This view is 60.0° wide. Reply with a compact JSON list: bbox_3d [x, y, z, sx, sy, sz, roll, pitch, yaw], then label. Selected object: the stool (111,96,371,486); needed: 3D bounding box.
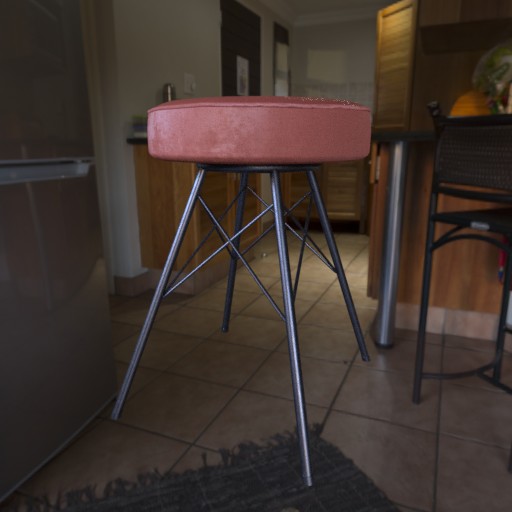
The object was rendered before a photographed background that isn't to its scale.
[{"bbox_3d":[0.000,0.000,0.901,0.421,0.593,0.457,7,17,24],"label":"stool"}]
